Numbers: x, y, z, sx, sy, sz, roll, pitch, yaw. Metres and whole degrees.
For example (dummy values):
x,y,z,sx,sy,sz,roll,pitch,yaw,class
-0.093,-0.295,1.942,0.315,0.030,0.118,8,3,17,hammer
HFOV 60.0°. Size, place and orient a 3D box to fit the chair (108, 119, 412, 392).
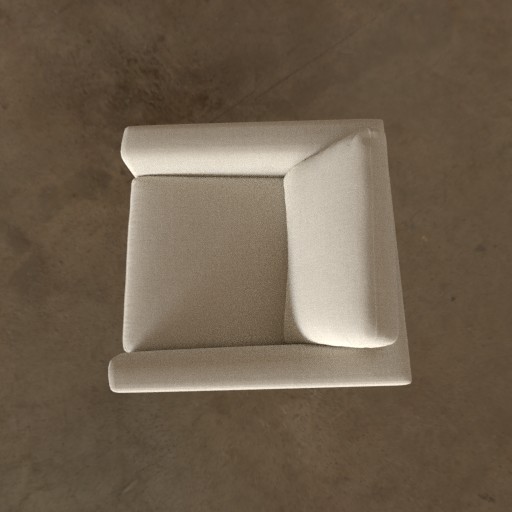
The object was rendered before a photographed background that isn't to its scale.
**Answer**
x,y,z,sx,sy,sz,roll,pitch,yaw,class
0.000,0.000,1.873,1.100,0.876,1.070,-1,75,0,chair
